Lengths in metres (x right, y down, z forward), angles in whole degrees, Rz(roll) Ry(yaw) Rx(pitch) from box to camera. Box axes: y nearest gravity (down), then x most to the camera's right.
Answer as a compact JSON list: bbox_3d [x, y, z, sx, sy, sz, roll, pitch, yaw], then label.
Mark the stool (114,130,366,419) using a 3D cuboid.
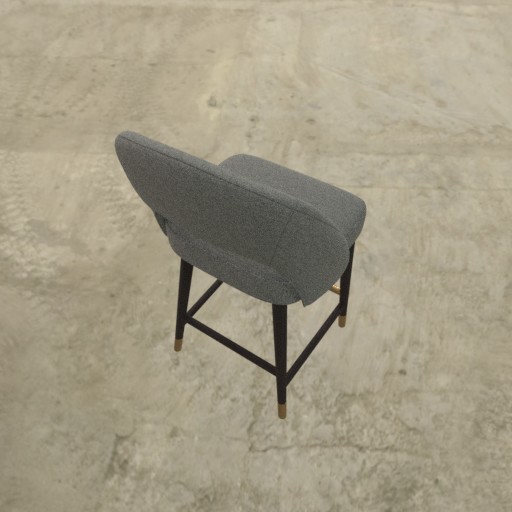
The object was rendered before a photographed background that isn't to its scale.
[{"bbox_3d":[0.000,0.000,1.276,0.536,0.925,0.524,26,51,23],"label":"stool"}]
